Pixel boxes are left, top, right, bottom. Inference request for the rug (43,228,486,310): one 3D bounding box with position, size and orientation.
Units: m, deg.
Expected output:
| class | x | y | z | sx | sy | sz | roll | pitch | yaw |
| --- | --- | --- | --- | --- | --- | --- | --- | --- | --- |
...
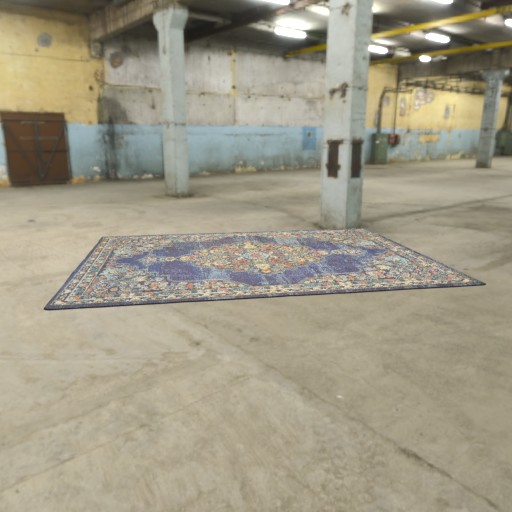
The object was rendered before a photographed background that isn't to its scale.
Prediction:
| class | x | y | z | sx | sy | sz | roll | pitch | yaw |
| --- | --- | --- | --- | --- | --- | --- | --- | --- | --- |
| rug | 0.000 | 0.000 | 2.951 | 2.232 | 0.009 | 1.630 | -2 | 15 | -9 |
